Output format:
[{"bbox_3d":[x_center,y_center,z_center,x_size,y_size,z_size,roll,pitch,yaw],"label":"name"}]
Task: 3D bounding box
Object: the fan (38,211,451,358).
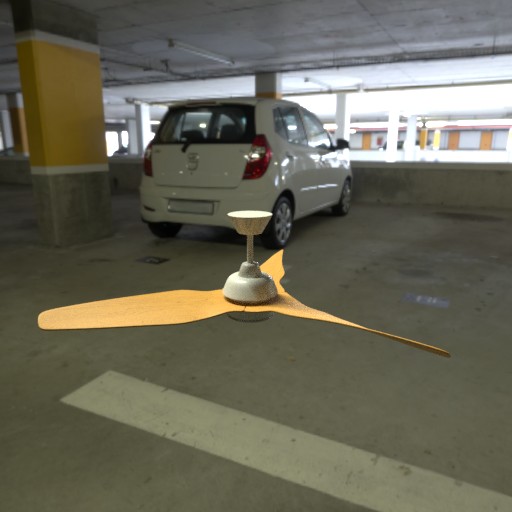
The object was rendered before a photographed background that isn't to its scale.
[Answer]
[{"bbox_3d":[0.000,0.000,1.619,1.142,0.355,1.010,2,14,9],"label":"fan"}]
